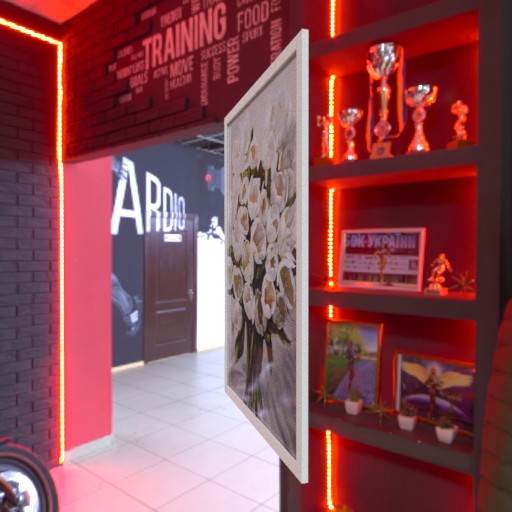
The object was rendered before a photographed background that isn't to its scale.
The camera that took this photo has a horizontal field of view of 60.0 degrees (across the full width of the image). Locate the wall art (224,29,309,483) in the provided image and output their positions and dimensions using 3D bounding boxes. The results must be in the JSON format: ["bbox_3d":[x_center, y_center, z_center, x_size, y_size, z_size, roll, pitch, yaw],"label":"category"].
[{"bbox_3d":[0.000,0.000,1.256,0.015,0.965,0.660,0,0,-18],"label":"wall art"}]
